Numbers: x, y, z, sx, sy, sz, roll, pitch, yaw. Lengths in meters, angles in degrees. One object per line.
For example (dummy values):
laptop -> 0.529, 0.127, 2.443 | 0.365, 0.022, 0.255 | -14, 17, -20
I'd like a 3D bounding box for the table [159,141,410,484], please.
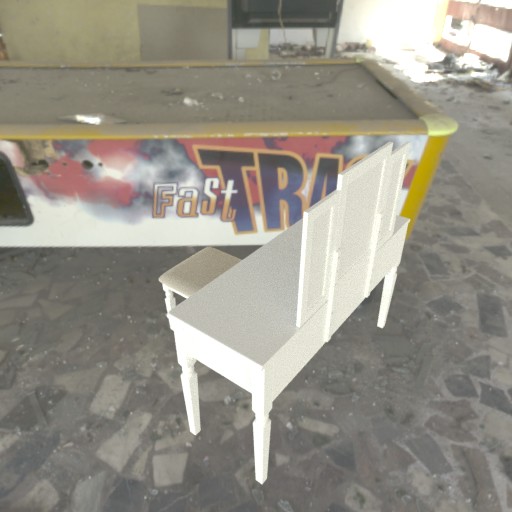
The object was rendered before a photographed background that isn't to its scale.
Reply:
table -> 0.000, 0.000, 2.308 | 1.115, 1.310, 1.369 | 22, 39, 31
